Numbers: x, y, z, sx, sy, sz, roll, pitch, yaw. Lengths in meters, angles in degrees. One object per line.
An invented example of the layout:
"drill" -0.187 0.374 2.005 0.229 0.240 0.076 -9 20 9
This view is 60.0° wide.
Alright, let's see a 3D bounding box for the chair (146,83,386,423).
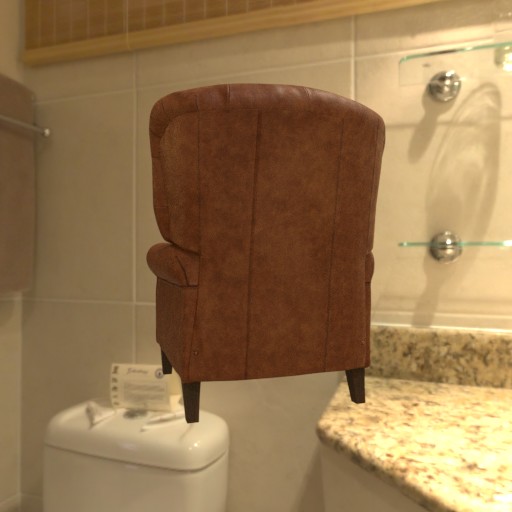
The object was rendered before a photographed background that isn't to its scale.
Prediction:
"chair" 0.000 0.000 1.926 0.951 1.164 1.059 0 -1 -18
